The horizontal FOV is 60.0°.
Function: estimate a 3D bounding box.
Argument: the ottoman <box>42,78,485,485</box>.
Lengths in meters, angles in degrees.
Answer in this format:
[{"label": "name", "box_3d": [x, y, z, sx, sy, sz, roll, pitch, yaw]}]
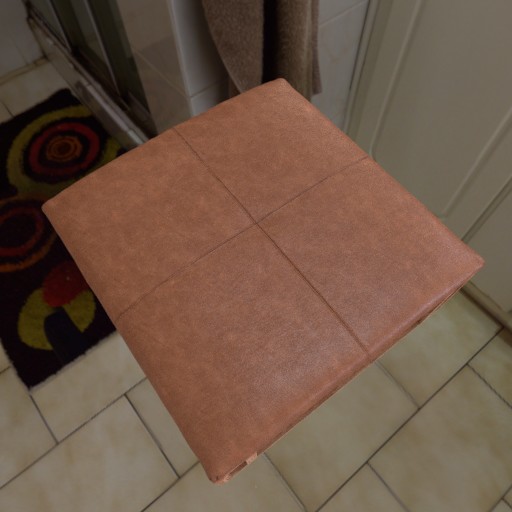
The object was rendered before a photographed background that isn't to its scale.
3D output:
[{"label": "ottoman", "box_3d": [0.000, 0.000, 1.536, 1.013, 0.442, 1.016, -33, 67, -16]}]
